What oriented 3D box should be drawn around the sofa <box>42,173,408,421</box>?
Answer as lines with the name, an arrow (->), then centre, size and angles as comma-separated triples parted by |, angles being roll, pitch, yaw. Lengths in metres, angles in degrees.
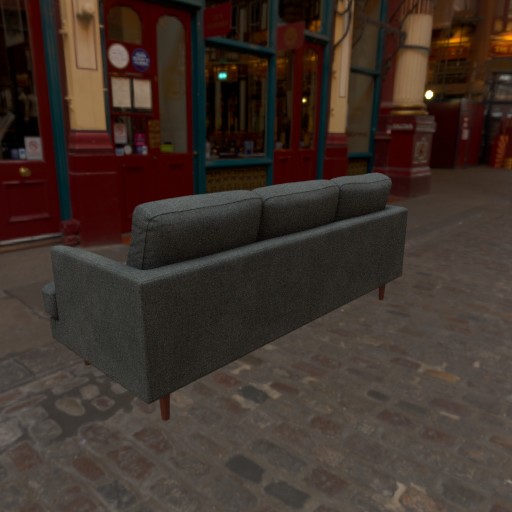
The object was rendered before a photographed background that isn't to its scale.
sofa -> 0.000, 0.000, 2.713 | 0.903, 0.930, 2.246 | 14, 21, 41
